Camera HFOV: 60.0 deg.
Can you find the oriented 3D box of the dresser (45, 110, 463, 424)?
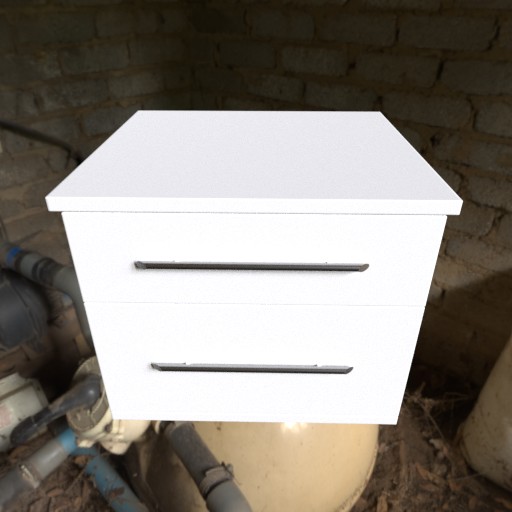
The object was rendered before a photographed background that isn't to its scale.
[{"bbox_3d":[0.000,0.000,0.707,0.430,0.360,0.400,1,31,1],"label":"dresser"}]
